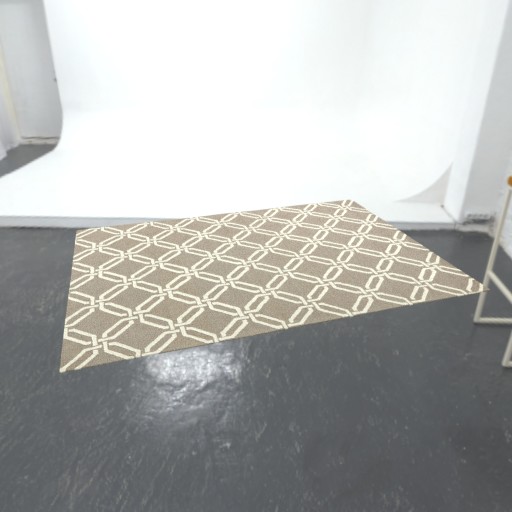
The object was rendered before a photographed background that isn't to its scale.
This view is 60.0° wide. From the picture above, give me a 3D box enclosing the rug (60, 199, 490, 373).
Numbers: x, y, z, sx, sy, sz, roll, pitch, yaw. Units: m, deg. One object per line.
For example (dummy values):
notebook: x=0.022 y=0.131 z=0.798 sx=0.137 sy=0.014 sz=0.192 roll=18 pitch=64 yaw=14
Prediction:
rug: x=0.000 y=0.000 z=4.342 sx=3.419 sy=0.020 sz=2.441 roll=-8 pitch=27 yaw=-16
